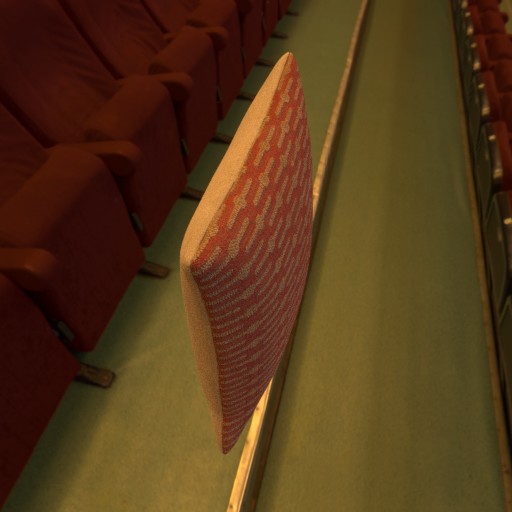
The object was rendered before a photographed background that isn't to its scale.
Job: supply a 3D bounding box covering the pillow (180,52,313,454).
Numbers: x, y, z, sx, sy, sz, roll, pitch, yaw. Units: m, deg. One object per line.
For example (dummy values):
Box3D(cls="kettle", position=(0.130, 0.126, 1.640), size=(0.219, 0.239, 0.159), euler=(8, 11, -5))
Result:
Box3D(cls="pillow", position=(0.000, 0.000, 0.771), size=(0.182, 0.503, 0.511), euler=(10, 48, 9))
